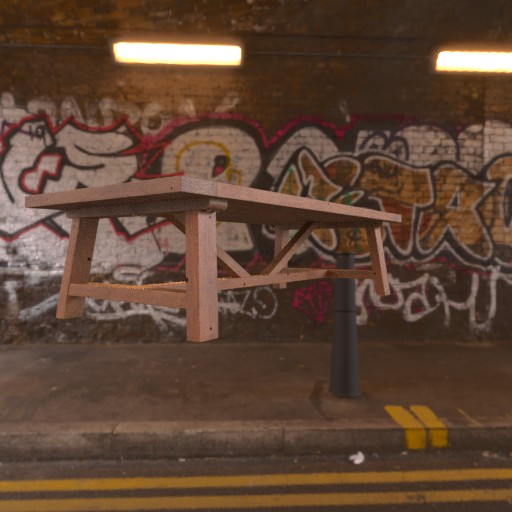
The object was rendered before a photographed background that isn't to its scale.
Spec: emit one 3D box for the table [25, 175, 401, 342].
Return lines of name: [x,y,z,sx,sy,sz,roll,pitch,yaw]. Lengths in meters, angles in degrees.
table: [0.000,0.000,2.141,0.820,0.465,1.800,1,1,36]
